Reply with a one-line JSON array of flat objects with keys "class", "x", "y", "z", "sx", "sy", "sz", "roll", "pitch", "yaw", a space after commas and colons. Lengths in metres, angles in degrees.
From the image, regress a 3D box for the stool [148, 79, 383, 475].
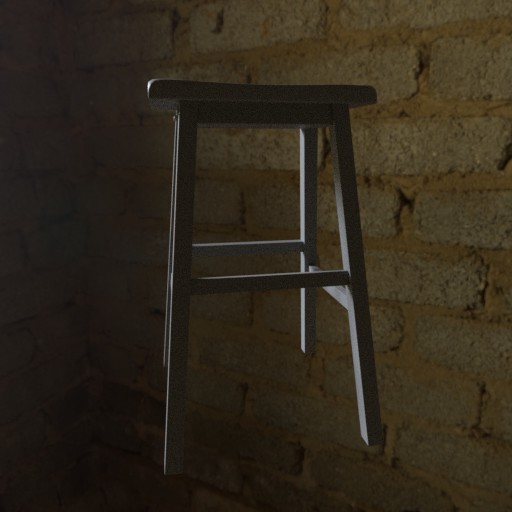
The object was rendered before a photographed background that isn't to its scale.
[{"class": "stool", "x": 0.000, "y": 0.000, "z": 1.039, "sx": 0.457, "sy": 0.737, "sz": 0.476, "roll": -3, "pitch": 14, "yaw": -11}]
